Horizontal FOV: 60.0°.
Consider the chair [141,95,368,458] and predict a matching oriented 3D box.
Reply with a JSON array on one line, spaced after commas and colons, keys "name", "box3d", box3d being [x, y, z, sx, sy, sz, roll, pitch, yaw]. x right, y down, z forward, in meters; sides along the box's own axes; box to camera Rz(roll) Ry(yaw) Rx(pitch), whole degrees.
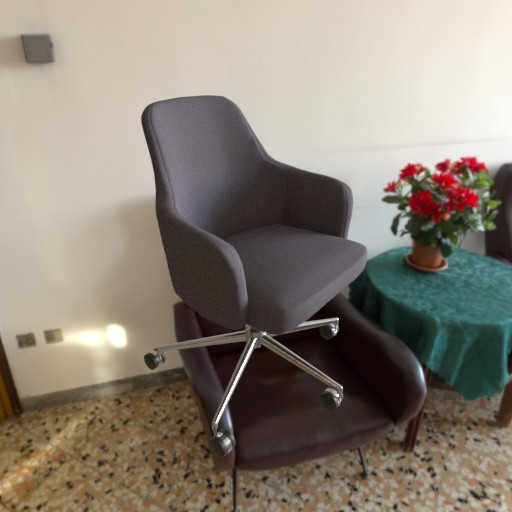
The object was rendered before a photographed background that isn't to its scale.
[{"name": "chair", "box3d": [0.000, 0.000, 1.259, 0.600, 0.820, 0.655, 19, 32, 33]}]
